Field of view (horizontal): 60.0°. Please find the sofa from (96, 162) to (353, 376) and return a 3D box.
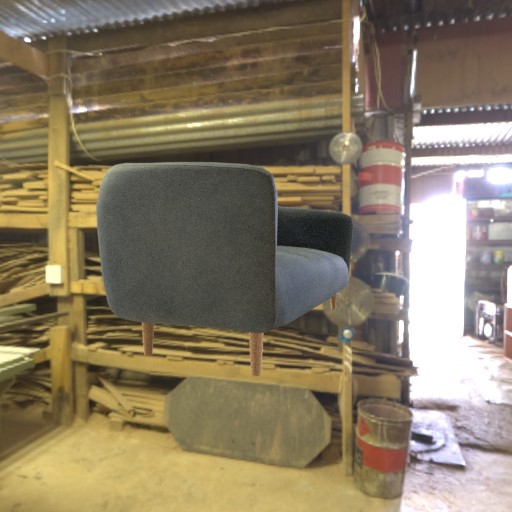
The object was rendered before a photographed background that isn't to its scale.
[{"bbox_3d":[0.000,0.000,2.440,0.849,0.795,2.095,0,1,19],"label":"sofa"}]
